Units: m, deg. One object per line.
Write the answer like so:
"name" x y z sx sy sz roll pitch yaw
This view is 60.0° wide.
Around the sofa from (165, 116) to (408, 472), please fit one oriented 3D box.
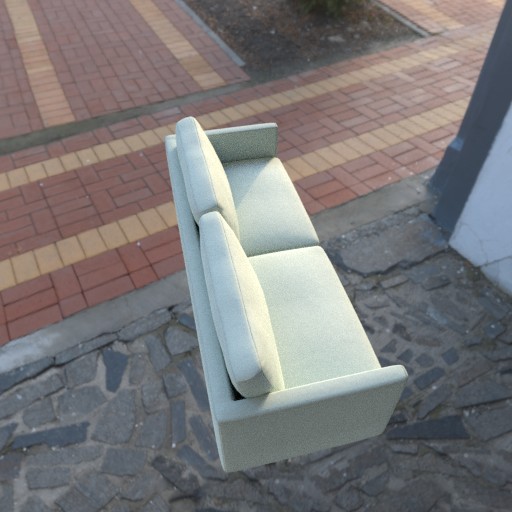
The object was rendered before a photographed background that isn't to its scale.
"sofa" 0.000 0.000 2.989 0.948 0.965 2.434 -10 47 -9
